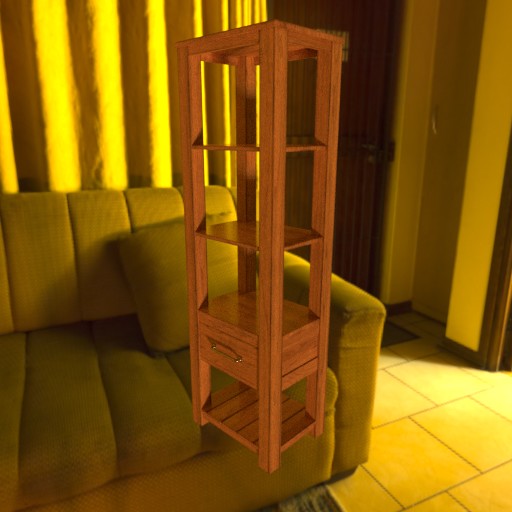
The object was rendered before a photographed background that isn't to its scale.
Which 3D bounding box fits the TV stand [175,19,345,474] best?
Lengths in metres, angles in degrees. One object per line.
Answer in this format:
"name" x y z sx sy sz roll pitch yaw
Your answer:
"TV stand" 0.000 0.000 2.047 0.565 1.828 0.435 15 21 42
